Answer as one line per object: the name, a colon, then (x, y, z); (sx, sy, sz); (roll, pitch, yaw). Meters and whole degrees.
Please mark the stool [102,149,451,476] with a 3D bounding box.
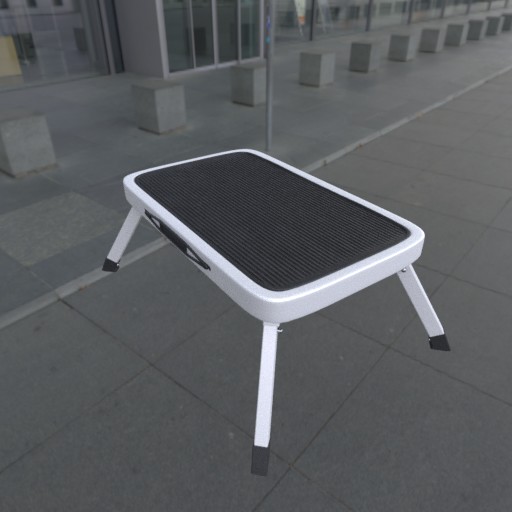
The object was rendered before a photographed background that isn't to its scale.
stool: (0.000, 0.000, 0.622); (0.320, 0.170, 0.460); (-21, 37, -29)
